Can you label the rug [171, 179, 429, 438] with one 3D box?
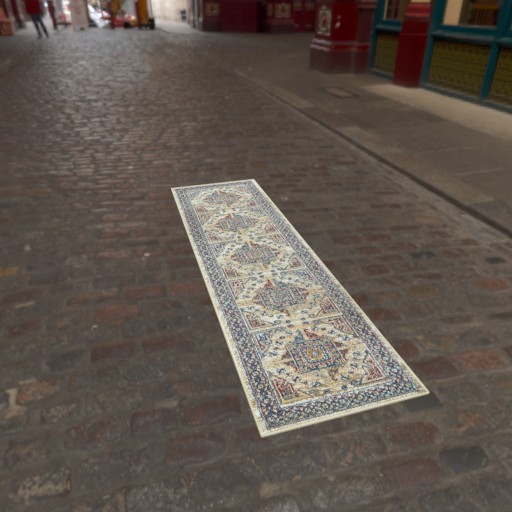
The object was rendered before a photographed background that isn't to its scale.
[{"bbox_3d":[0.000,0.000,2.516,0.661,0.013,2.297,-9,32,-14],"label":"rug"}]
